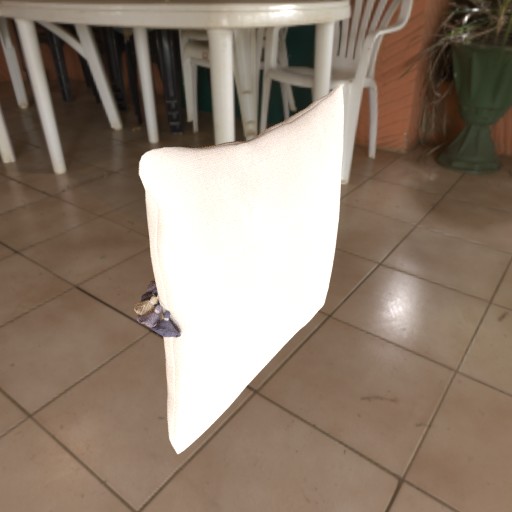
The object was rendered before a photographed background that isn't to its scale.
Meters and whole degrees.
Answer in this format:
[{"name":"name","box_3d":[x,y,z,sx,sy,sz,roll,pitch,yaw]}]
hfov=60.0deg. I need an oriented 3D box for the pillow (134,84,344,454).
[{"name":"pillow","box_3d":[0.000,0.000,0.742,0.165,0.481,0.489,21,37,30]}]
